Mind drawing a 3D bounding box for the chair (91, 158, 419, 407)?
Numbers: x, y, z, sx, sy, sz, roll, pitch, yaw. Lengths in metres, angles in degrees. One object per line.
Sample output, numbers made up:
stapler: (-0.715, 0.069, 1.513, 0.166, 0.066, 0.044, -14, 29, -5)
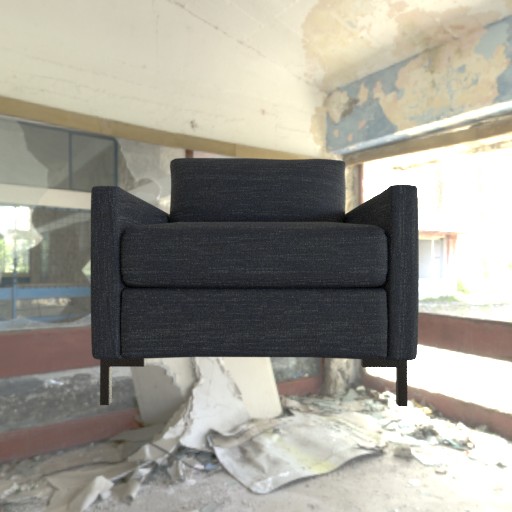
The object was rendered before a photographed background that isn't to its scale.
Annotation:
chair: (0.000, 0.000, 1.660, 0.963, 0.861, 0.866, 0, -1, 1)
